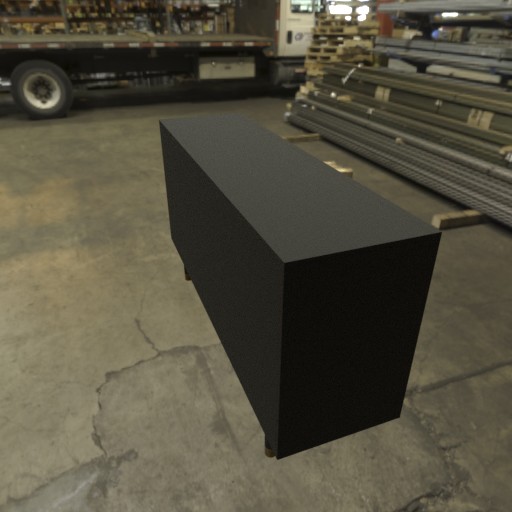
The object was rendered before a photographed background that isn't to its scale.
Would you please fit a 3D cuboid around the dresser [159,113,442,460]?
[{"bbox_3d":[0.000,0.000,1.908,0.463,0.872,1.558,-11,31,-18],"label":"dresser"}]
